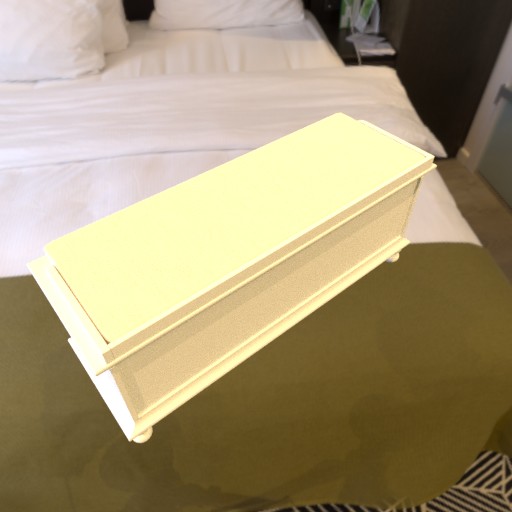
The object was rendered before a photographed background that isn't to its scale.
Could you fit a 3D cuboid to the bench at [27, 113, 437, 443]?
[{"bbox_3d":[0.000,0.000,1.423,1.185,0.486,0.402,-30,53,-26],"label":"bench"}]
